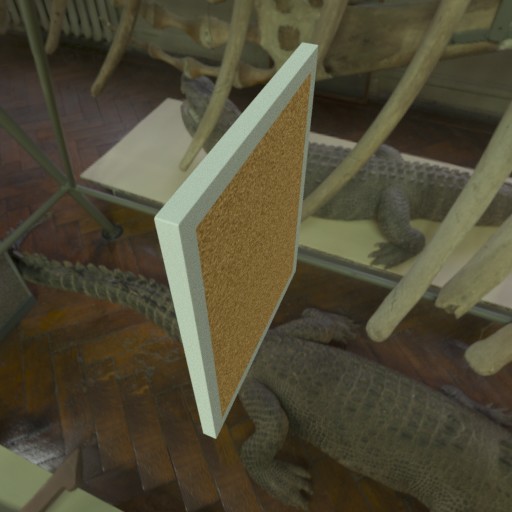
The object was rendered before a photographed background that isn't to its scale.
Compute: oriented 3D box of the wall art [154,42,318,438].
[{"bbox_3d":[0.000,0.000,0.776,0.028,0.556,0.454,17,50,15],"label":"wall art"}]
